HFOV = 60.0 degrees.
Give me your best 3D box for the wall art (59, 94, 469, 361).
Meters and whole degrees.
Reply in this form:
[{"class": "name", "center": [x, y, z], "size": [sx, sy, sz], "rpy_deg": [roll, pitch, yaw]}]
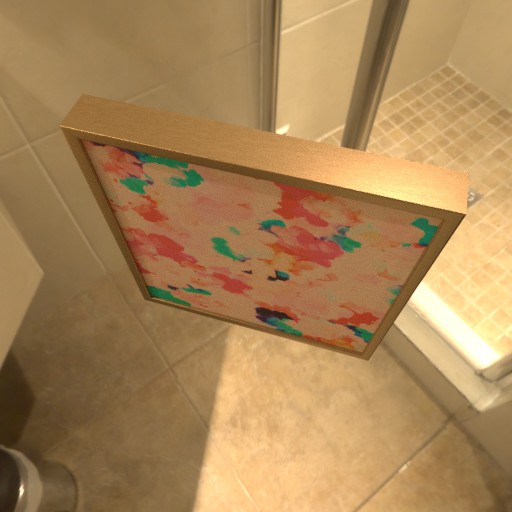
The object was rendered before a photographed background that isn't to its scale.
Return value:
[{"class": "wall art", "center": [0.000, 0.000, 0.457], "size": [0.304, 0.305, 0.038], "rpy_deg": [14, 60, 8]}]
